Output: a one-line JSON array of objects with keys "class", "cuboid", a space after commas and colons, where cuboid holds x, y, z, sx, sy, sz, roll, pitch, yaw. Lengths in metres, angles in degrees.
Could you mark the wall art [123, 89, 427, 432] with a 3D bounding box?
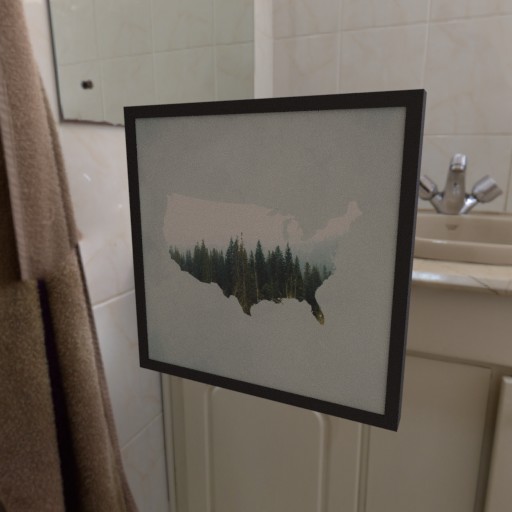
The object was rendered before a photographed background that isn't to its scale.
[{"class": "wall art", "cuboid": [0.000, 0.000, 0.763, 0.509, 0.509, 0.040, 6, 14, 25]}]
